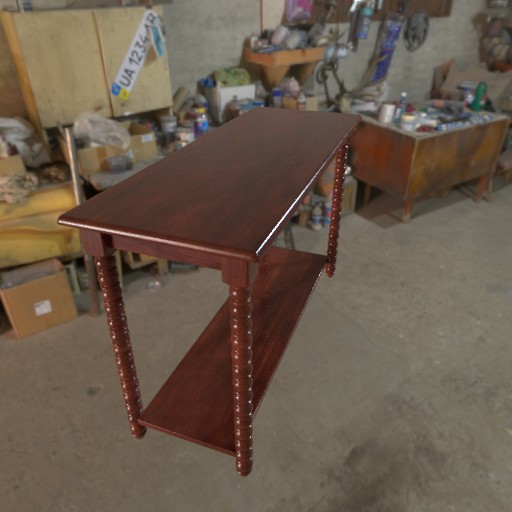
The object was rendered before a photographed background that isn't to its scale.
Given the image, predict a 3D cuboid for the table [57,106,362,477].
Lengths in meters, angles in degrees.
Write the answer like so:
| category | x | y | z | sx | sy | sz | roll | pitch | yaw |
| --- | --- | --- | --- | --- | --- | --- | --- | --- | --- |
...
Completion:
| category | x | y | z | sx | sy | sz | roll | pitch | yaw |
| --- | --- | --- | --- | --- | --- | --- | --- | --- | --- |
| table | 0.000 | 0.000 | 1.522 | 0.459 | 0.740 | 1.184 | 11 | 32 | 18 |
